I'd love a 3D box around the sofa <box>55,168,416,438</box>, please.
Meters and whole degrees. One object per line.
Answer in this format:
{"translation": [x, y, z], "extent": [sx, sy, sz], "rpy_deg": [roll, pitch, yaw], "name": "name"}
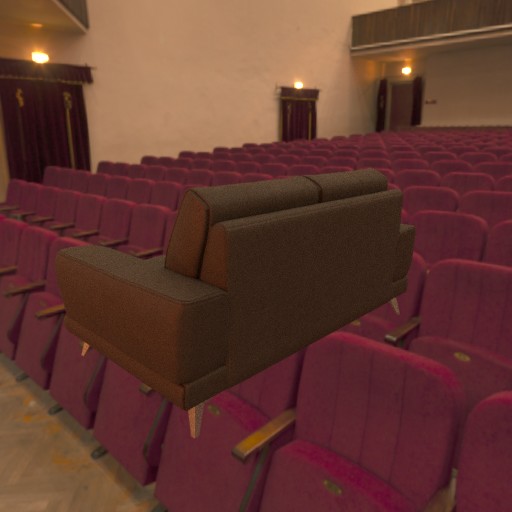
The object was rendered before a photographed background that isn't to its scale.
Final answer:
{"translation": [0.000, 0.000, 2.415], "extent": [1.018, 0.907, 1.806], "rpy_deg": [15, 21, 42], "name": "sofa"}
